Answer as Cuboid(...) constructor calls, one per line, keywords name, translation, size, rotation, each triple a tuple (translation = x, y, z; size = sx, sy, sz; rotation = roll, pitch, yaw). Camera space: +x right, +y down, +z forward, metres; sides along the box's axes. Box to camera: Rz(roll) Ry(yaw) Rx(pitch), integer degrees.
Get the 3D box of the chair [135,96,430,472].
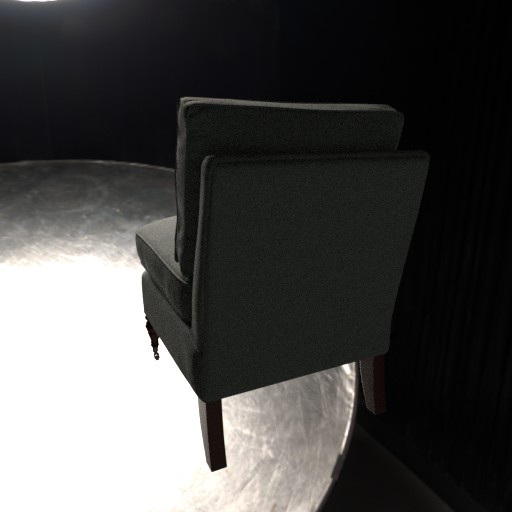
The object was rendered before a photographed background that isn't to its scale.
Cuboid(name="chair", translation=(0.000, 0.000, 1.397), size=(0.624, 0.901, 0.796), rotation=(-8, 17, -26))
